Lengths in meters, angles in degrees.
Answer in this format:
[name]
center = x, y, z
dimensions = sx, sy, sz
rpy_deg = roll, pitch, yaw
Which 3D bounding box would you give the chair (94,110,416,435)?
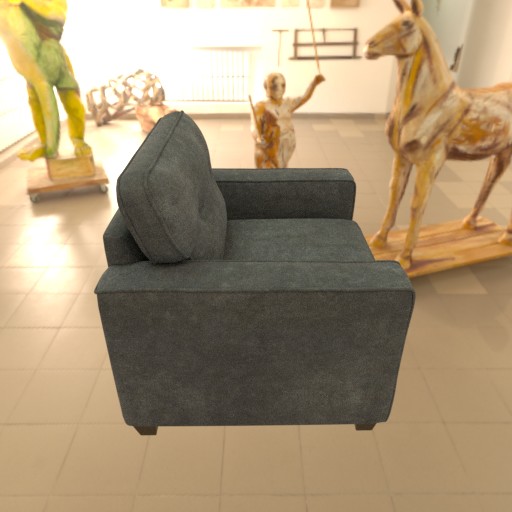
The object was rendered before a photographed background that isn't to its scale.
[chair]
center = 0.000, 0.000, 1.750
dimensions = 0.939, 0.965, 1.015
rpy_deg = 0, 31, -1
